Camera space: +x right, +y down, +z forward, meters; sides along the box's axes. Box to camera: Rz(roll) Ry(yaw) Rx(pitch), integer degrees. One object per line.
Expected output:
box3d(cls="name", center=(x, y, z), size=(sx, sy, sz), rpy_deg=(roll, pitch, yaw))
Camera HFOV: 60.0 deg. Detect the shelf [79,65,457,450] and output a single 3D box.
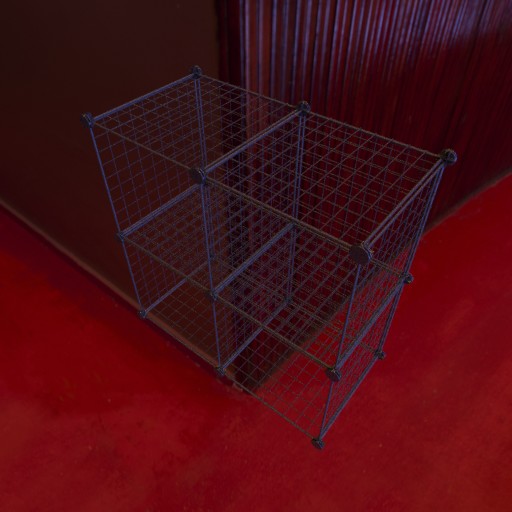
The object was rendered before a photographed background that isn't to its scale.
box3d(cls="shelf", center=(0.000, 0.000, 1.155), size=(0.711, 0.711, 0.356), rpy_deg=(29, 51, 27))
